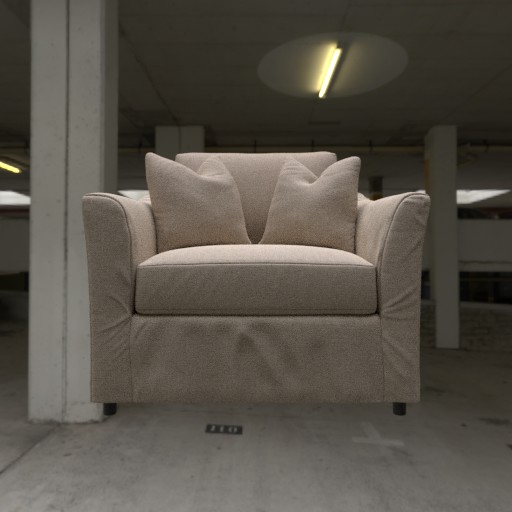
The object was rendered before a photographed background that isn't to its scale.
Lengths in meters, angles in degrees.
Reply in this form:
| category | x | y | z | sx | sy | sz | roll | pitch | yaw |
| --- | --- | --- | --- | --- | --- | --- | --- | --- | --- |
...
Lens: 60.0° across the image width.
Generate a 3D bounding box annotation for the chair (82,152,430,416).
| category | x | y | z | sx | sy | sz | roll | pitch | yaw |
| --- | --- | --- | --- | --- | --- | --- | --- | --- | --- |
| chair | 0.000 | 0.000 | 2.007 | 1.194 | 1.093 | 1.071 | 0 | -1 | 0 |
